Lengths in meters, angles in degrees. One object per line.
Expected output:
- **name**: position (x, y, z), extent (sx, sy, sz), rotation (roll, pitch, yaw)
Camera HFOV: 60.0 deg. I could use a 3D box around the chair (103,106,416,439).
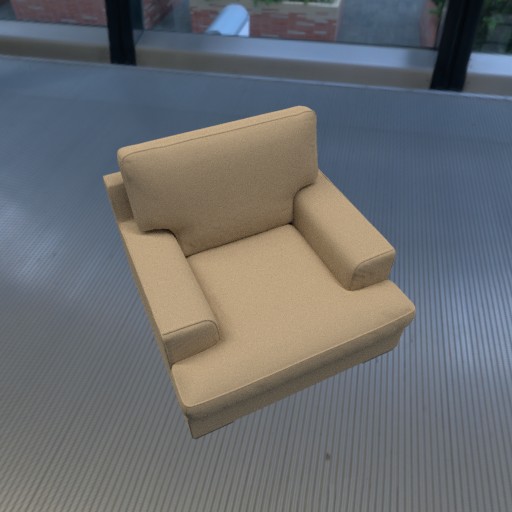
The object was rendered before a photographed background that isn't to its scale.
- **chair**: position (0.000, 0.000, 2.198), extent (1.293, 1.005, 1.274), rotation (-25, 51, -22)
